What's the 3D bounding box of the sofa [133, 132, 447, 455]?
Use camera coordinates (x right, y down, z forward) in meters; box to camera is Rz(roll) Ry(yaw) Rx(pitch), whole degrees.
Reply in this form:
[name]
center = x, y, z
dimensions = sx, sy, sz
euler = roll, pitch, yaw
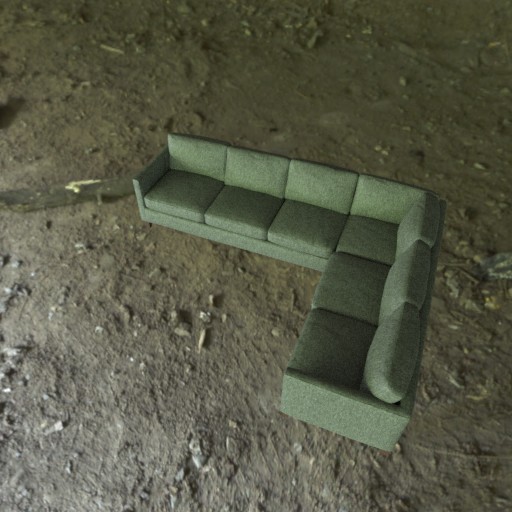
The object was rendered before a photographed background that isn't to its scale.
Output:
[sofa]
center = 0.000, 0.000, 4.397
dimensions = 3.302, 0.947, 2.593
euler = 16, 48, 15
